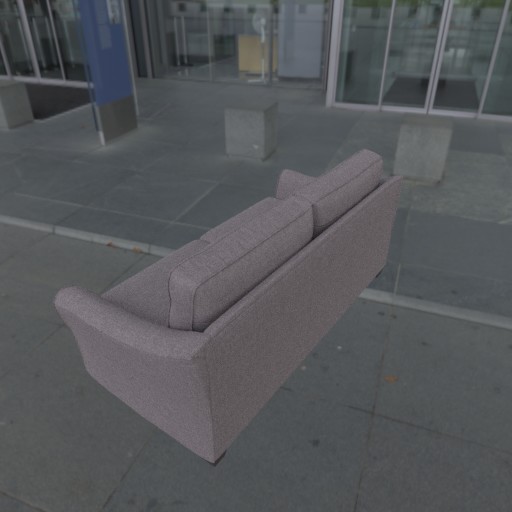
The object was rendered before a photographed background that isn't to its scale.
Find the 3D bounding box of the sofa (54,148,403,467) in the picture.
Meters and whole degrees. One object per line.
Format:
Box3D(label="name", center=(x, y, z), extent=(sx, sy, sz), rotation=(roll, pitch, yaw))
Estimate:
Box3D(label="sofa", center=(0.000, 0.000, 2.757), extent=(1.013, 0.976, 2.203), rotation=(20, 37, 30))
